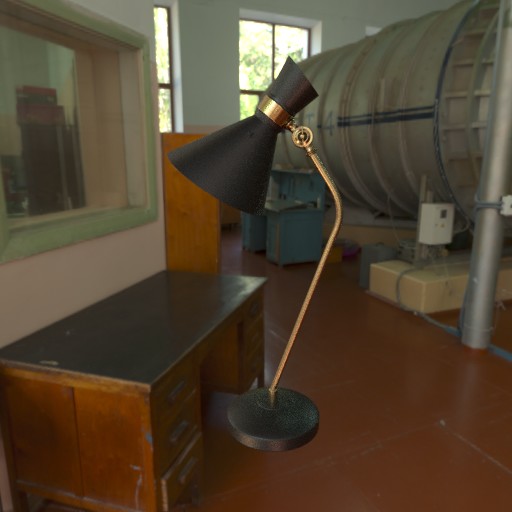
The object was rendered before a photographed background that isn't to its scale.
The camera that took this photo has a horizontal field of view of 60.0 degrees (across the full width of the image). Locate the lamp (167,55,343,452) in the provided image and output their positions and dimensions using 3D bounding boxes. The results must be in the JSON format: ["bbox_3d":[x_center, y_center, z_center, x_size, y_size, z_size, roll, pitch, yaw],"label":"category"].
[{"bbox_3d":[0.000,0.000,0.772,0.292,0.647,0.189,2,13,9],"label":"lamp"}]
